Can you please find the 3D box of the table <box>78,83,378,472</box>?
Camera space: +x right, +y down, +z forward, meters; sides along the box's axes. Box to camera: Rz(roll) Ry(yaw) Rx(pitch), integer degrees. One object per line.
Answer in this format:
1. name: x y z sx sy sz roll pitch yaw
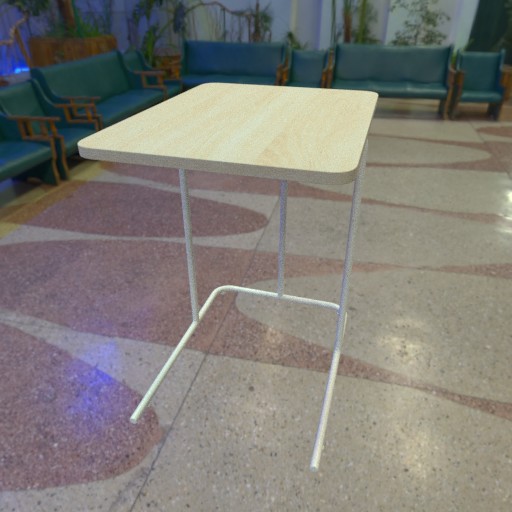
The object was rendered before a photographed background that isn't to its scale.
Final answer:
1. table: 0.000 0.000 0.872 0.370 0.550 0.480 9 32 14
